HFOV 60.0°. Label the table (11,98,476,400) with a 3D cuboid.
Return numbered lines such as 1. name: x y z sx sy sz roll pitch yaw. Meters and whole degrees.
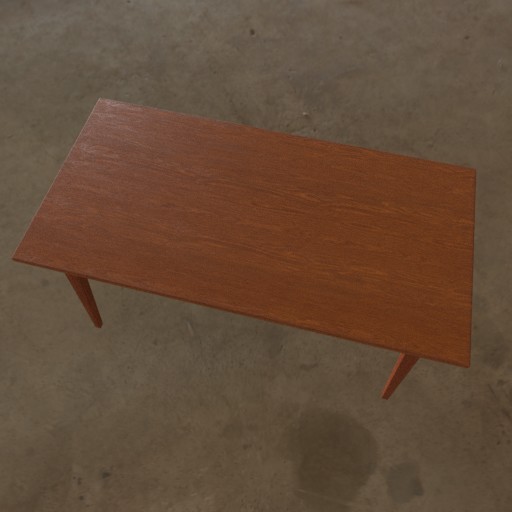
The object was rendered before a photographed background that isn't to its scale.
1. table: 0.000 0.000 2.013 1.609 0.755 0.811 12 64 6
